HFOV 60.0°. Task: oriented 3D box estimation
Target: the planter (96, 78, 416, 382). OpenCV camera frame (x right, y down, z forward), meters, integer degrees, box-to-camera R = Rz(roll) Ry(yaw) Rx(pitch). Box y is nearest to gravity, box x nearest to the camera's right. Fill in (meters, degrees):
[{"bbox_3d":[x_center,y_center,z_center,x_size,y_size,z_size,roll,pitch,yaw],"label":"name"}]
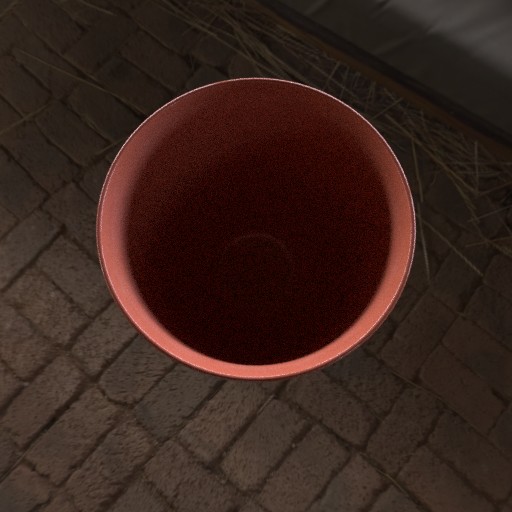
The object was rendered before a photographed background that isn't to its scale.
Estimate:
[{"bbox_3d":[0.000,0.000,0.498,0.266,0.270,0.266,0,76,0],"label":"planter"}]
